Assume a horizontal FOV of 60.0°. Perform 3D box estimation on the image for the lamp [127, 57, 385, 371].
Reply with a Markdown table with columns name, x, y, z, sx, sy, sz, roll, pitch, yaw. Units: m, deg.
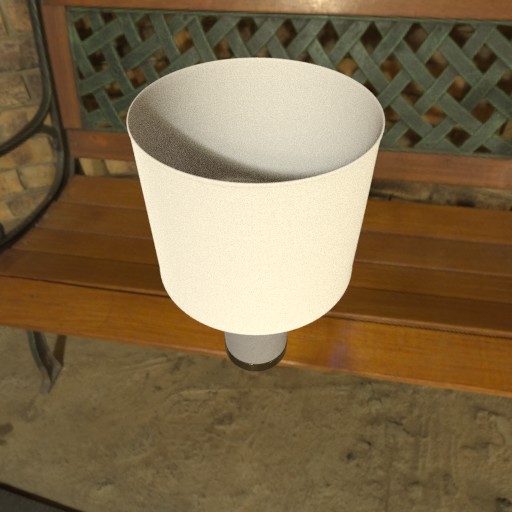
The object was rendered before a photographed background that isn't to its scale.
| name | x | y | z | sx | sy | sz | roll | pitch | yaw |
| --- | --- | --- | --- | --- | --- | --- | --- | --- | --- |
| lamp | 0.000 | 0.000 | 0.535 | 0.229 | 0.380 | 0.229 | 0 | 45 | 0 |
